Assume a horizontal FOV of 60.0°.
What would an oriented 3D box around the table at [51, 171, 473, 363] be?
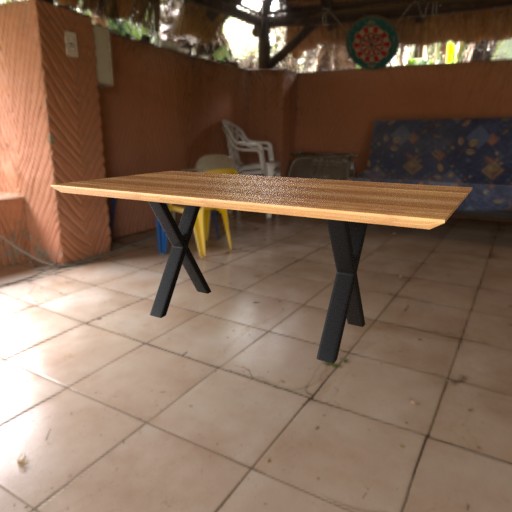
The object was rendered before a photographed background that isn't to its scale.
[{"bbox_3d":[0.000,0.000,2.450,2.000,0.770,1.000,9,18,29],"label":"table"}]
